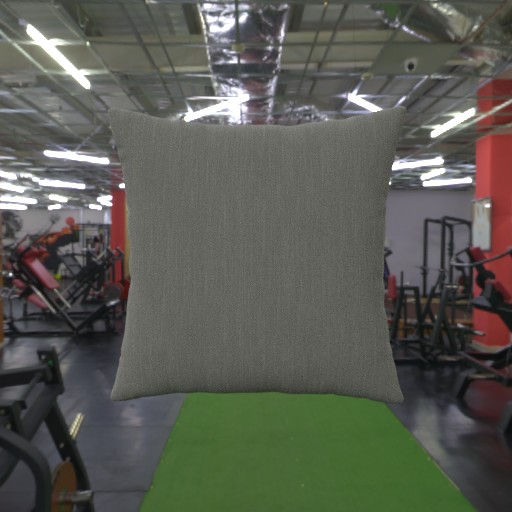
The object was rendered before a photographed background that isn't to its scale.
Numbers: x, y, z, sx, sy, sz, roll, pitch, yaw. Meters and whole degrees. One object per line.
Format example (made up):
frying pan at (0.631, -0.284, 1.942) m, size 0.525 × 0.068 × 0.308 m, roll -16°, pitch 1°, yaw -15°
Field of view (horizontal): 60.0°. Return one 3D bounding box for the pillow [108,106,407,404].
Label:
pillow at (0.000, 0.000, 0.765) m, size 0.511 × 0.509 × 0.161 m, roll 0°, pitch 1°, yaw 1°
